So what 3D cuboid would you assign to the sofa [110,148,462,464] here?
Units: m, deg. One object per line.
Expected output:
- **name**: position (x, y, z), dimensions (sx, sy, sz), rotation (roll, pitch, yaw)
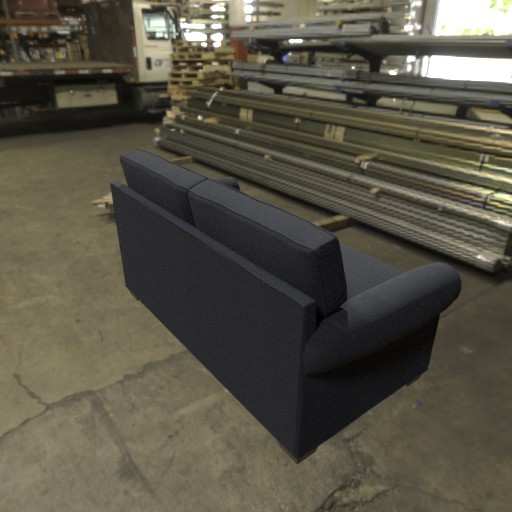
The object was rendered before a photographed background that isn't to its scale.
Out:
- **sofa**: position (0.000, 0.000, 2.534), dimensions (0.951, 1.031, 2.009), rotation (-19, 32, -33)
